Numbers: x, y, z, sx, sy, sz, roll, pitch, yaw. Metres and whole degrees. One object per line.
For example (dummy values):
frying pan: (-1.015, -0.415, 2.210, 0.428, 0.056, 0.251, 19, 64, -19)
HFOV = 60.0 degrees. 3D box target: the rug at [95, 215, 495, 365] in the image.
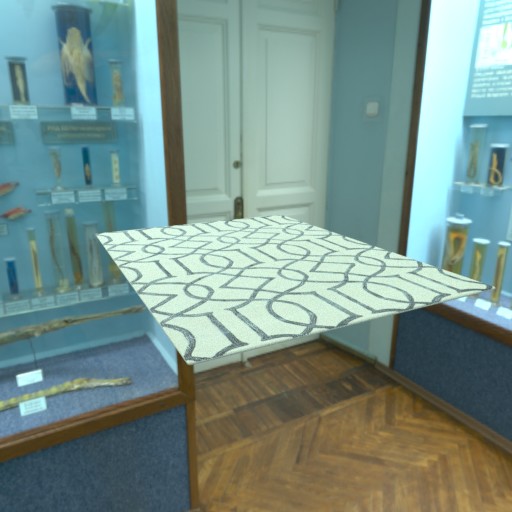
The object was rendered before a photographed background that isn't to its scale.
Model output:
rug: (0.000, 0.000, 3.791, 2.211, 0.021, 2.910, -8, 18, -26)
